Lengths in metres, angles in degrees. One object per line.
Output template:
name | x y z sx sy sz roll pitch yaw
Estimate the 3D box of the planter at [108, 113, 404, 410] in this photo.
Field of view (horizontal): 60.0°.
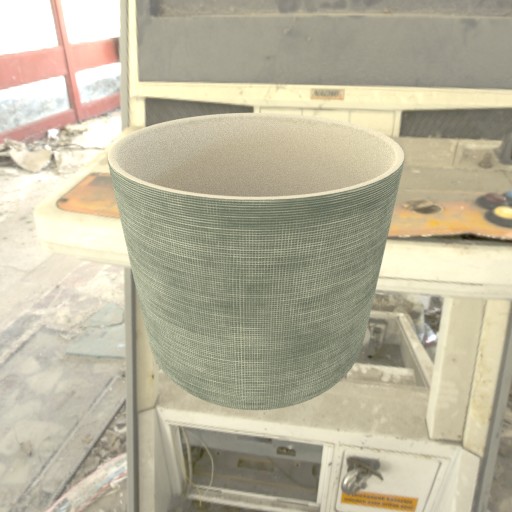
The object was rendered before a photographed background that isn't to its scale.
planter | 0.000 0.000 0.781 0.440 0.398 0.440 0 30 0
